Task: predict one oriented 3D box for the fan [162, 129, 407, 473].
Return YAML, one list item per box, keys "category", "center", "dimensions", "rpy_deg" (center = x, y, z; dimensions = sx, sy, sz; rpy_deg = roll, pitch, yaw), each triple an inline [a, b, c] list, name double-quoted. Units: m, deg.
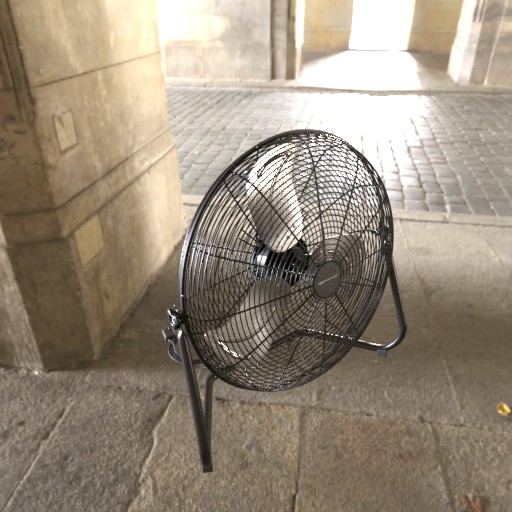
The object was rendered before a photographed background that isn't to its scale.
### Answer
- category: "fan"
  center: [0.000, 0.000, 1.004]
  dimensions: [0.595, 0.605, 0.470]
  rpy_deg: [-21, 36, -32]
